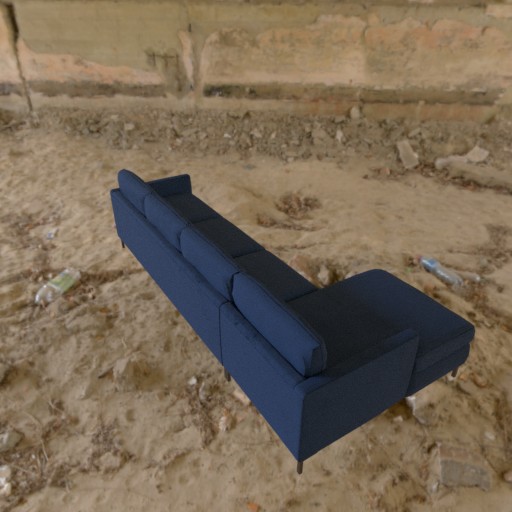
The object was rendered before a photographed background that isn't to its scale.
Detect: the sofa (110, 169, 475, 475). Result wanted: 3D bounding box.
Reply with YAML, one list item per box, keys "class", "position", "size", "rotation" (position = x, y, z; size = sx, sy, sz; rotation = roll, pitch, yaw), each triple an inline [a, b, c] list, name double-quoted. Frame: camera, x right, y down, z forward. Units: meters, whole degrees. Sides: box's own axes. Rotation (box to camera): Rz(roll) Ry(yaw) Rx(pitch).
- class: "sofa"
  position: [0.000, 0.000, 2.864]
  size: [1.128, 0.679, 2.450]
  rotation: [-18, 35, -28]
